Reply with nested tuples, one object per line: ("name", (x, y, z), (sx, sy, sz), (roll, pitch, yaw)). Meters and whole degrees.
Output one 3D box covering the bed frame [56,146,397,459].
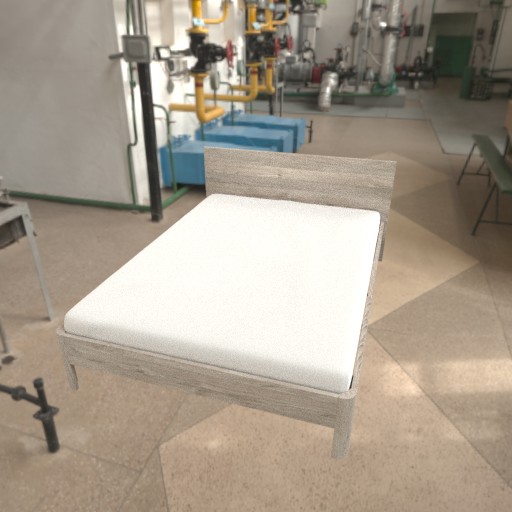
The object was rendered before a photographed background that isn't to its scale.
("bed frame", (0.000, 0.000, 2.733), (1.490, 0.800, 1.950), (8, 28, 16))
